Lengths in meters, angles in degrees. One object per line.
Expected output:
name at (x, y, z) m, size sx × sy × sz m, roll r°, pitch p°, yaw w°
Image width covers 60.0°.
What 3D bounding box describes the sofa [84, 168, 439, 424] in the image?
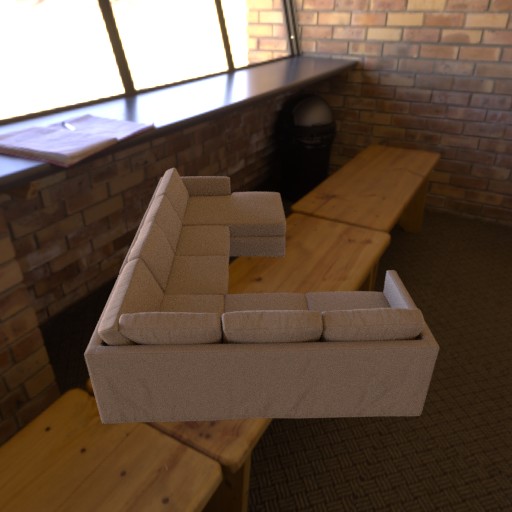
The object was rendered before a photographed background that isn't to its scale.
sofa at (0.000, 0.000, 4.606) m, size 2.427 × 0.882 × 3.460 m, roll -1°, pitch 30°, yaw -2°
